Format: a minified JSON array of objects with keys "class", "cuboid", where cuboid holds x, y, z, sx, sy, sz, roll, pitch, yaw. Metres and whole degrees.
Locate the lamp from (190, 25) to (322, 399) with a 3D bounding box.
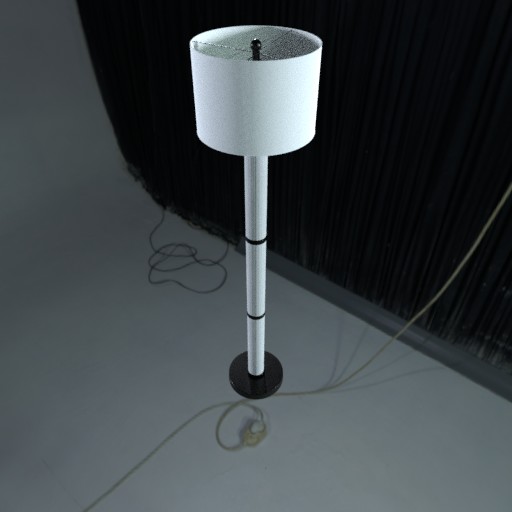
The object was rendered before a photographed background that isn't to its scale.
[{"class":"lamp","cuboid":[0.000,0.000,1.767,0.377,1.599,0.377,25,46,27]}]
